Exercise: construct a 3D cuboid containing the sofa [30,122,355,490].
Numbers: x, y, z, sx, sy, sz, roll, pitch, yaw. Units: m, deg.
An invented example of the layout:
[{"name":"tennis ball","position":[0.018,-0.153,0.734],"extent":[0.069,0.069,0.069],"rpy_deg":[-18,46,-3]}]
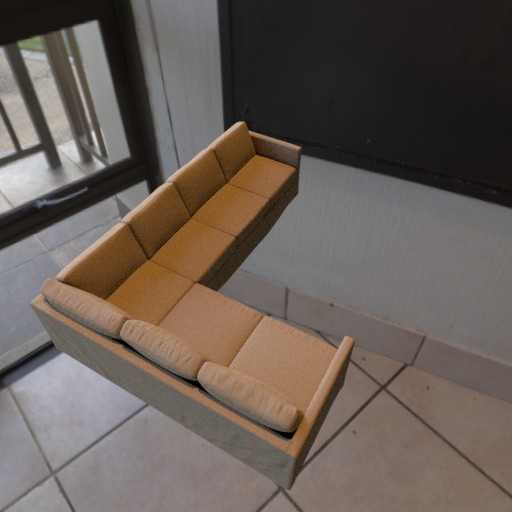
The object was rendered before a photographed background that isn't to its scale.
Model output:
[{"name":"sofa","position":[0.000,0.000,4.283],"extent":[2.432,0.871,3.182],"rpy_deg":[23,50,20]}]
